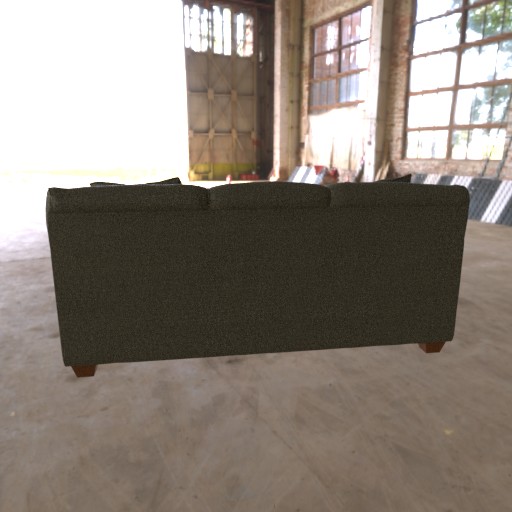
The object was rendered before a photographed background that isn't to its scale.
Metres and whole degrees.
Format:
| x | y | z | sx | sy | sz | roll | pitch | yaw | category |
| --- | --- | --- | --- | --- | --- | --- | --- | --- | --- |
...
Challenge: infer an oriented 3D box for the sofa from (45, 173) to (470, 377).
| x | y | z | sx | sy | sz | roll | pitch | yaw | category |
| --- | --- | --- | --- | --- | --- | --- | --- | --- | --- |
| 0.000 | 0.000 | 2.610 | 2.024 | 0.958 | 0.997 | -2 | 14 | -8 | sofa |
